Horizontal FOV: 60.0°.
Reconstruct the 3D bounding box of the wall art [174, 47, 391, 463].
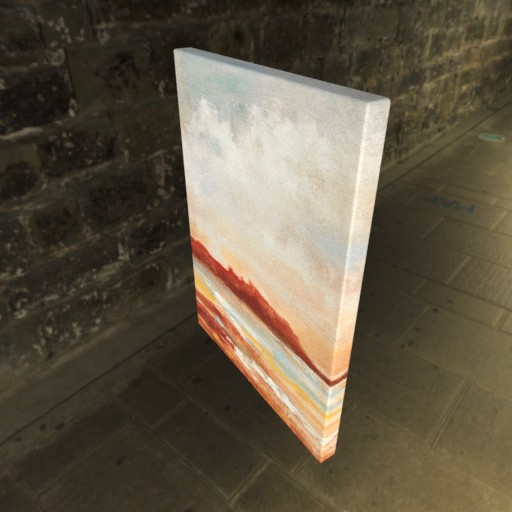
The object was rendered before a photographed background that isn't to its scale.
[{"bbox_3d":[0.000,0.000,0.762,0.035,0.605,0.443,-20,38,-28],"label":"wall art"}]
